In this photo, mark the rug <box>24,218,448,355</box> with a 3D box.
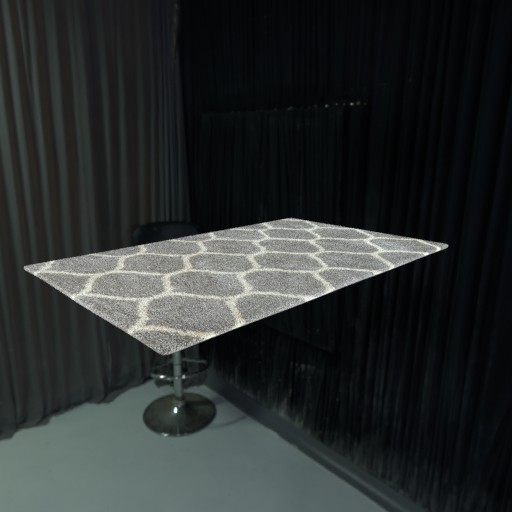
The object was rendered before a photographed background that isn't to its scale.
[{"bbox_3d":[0.000,0.000,2.863,2.348,0.025,1.501,-14,20,-42],"label":"rug"}]
